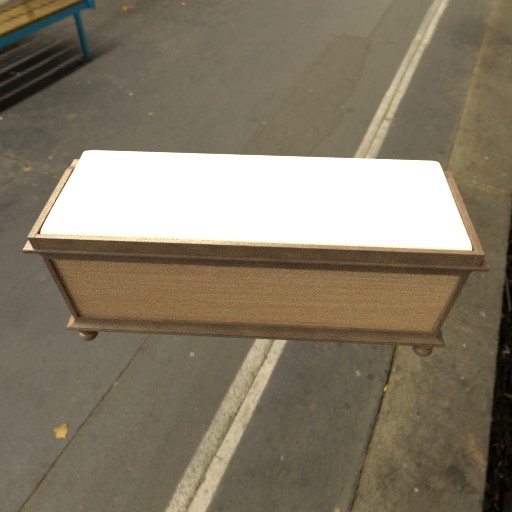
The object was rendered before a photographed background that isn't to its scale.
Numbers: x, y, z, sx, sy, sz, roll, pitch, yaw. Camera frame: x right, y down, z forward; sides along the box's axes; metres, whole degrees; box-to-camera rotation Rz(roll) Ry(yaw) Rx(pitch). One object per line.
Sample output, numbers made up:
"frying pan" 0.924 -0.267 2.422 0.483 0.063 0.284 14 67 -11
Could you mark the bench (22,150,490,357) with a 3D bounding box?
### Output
"bench" 0.000 0.000 1.403 1.185 0.501 0.402 2 47 2
